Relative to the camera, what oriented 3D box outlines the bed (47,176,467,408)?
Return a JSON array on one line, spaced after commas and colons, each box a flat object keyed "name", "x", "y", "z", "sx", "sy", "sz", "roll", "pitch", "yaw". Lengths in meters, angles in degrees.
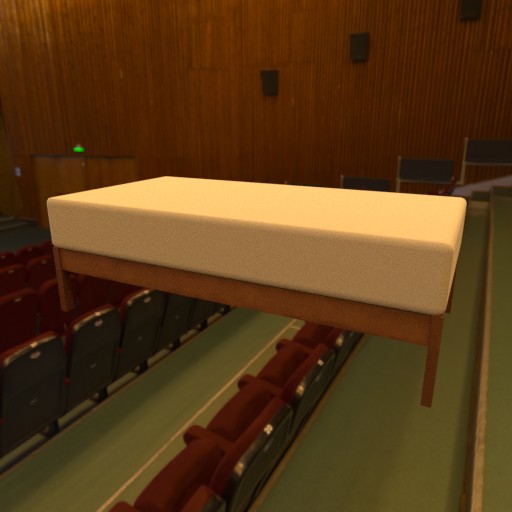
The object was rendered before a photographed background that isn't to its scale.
[{"name": "bed", "x": 0.000, "y": 0.000, "z": 2.322, "sx": 1.902, "sy": 0.616, "sz": 0.961, "roll": 9, "pitch": 19, "yaw": 25}]
